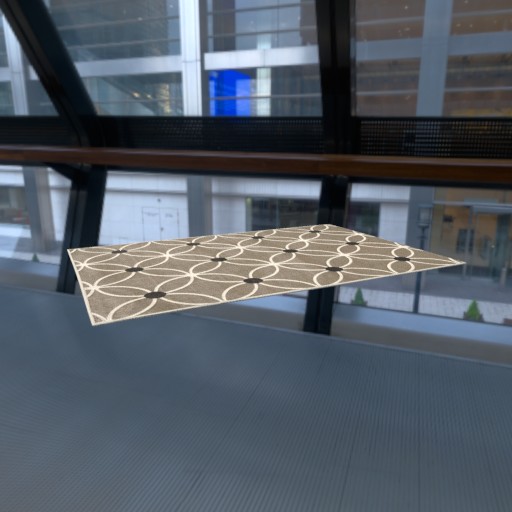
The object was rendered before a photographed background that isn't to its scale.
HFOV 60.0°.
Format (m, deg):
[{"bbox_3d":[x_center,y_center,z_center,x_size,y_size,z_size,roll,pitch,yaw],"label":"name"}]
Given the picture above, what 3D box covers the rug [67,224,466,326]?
[{"bbox_3d":[0.000,0.000,3.018,2.284,0.008,1.522,-7,16,-25],"label":"rug"}]
